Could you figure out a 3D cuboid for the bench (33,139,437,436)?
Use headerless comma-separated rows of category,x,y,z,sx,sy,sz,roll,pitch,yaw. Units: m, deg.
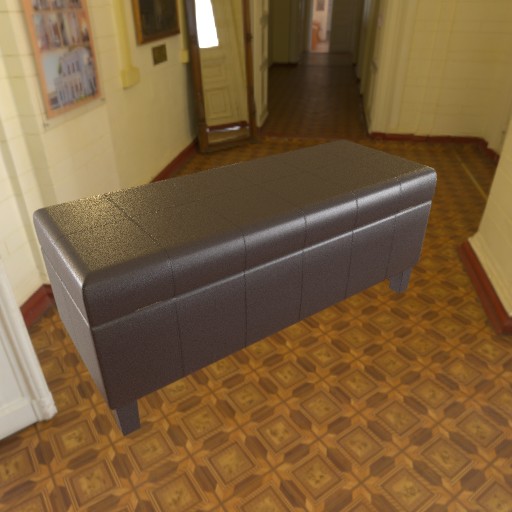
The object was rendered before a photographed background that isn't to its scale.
bench,0.000,0.000,1.343,1.092,0.457,0.429,-20,36,-30
